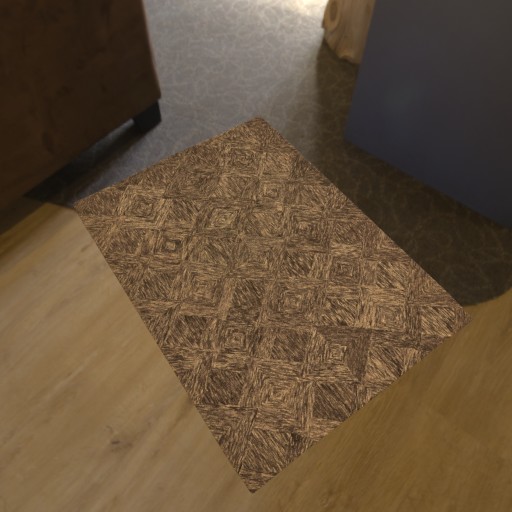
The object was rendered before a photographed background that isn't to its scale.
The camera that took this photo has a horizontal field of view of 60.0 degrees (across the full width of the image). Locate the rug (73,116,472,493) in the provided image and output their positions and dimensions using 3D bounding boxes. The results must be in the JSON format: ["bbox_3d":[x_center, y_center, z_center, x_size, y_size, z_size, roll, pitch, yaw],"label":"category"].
[{"bbox_3d":[0.000,0.000,5.309,2.997,0.020,4.093,-31,62,-18],"label":"rug"}]
